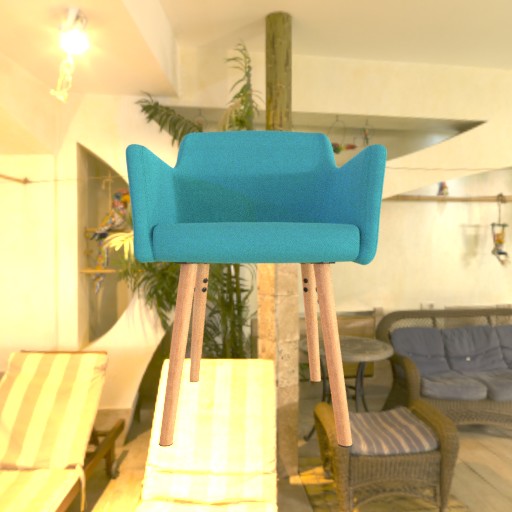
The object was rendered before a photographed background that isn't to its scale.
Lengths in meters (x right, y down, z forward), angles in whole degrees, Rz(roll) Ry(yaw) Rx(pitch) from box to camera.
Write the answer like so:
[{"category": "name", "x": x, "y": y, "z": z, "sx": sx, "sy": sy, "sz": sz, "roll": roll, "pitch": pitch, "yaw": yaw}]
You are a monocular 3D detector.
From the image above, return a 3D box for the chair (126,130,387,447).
[{"category": "chair", "x": 0.000, "y": 0.000, "z": 1.176, "sx": 0.570, "sy": 0.780, "sz": 0.540, "roll": 0, "pitch": 1, "yaw": 0}]
